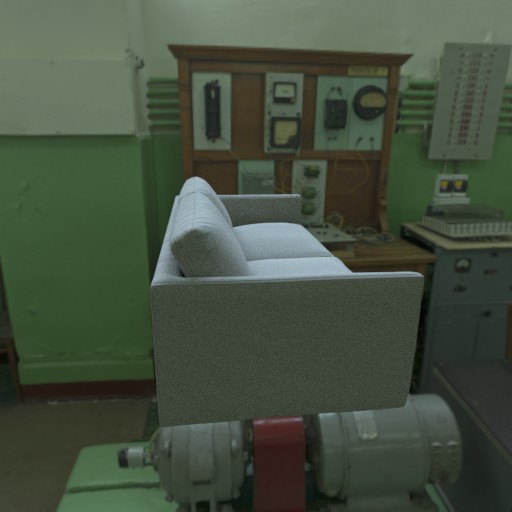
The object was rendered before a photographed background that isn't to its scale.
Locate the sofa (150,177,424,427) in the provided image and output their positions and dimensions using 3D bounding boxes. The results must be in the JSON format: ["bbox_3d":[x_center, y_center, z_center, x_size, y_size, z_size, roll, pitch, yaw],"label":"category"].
[{"bbox_3d":[0.000,0.000,2.821,1.090,0.838,2.588,-2,16,-7],"label":"sofa"}]
